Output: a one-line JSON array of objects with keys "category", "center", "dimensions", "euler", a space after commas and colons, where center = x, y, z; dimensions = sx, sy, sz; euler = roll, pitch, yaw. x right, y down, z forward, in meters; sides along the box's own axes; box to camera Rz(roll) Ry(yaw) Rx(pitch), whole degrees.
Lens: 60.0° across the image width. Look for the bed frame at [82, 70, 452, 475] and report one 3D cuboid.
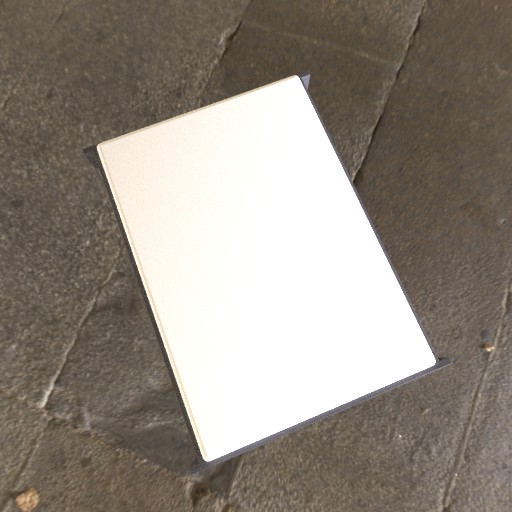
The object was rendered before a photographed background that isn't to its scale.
[{"category": "bed frame", "center": [0.000, 0.000, 2.671], "dimensions": [1.490, 0.432, 1.950], "euler": [-21, 77, -5]}]
